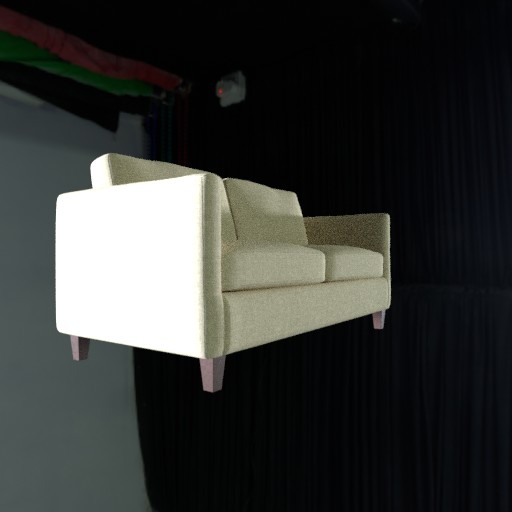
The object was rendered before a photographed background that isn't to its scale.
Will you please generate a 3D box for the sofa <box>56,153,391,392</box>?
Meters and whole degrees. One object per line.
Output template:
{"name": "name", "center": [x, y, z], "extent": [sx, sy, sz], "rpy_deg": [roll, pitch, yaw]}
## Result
{"name": "sofa", "center": [0.000, 0.000, 2.504], "extent": [0.950, 0.963, 1.884], "rpy_deg": [0, 0, 36]}
